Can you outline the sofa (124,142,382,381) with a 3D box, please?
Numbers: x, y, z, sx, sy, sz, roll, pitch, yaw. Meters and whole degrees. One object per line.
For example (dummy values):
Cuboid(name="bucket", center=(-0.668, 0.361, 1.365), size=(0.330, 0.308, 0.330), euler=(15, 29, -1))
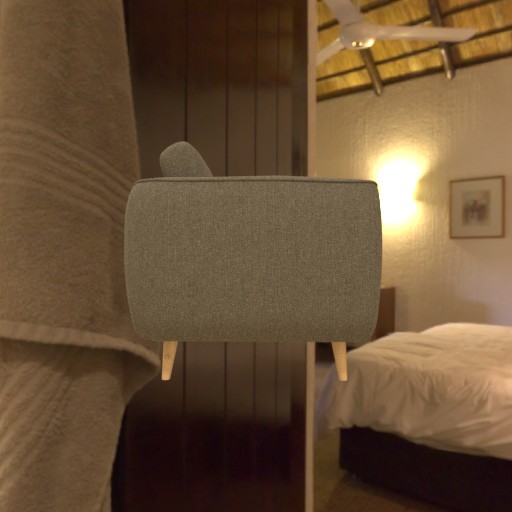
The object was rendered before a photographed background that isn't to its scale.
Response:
Cuboid(name="sofa", center=(0.000, 0.000, 2.256), size=(0.920, 0.870, 1.700), euler=(0, 0, 1))
